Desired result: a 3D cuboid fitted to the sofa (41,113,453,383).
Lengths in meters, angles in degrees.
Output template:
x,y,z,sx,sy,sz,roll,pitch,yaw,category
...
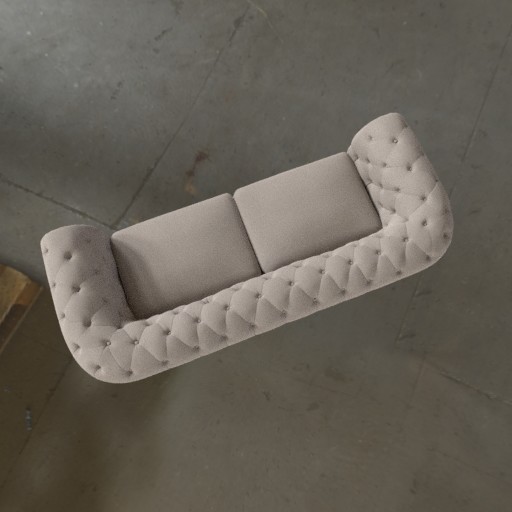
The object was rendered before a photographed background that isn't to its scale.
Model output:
x,y,z,sx,sy,sz,roll,pitch,yaw,category
0.000,0.000,2.867,2.411,0.749,0.991,-20,75,-6,sofa
